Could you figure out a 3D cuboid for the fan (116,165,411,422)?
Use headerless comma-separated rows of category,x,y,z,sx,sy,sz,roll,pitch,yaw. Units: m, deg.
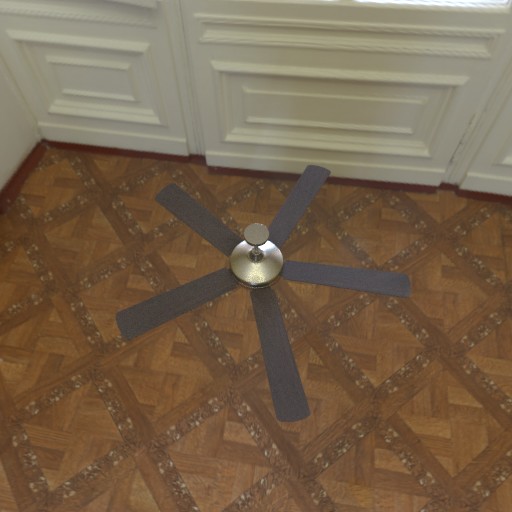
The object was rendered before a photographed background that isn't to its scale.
fan,0.000,0.000,1.991,1.321,0.356,1.321,-33,64,-18
